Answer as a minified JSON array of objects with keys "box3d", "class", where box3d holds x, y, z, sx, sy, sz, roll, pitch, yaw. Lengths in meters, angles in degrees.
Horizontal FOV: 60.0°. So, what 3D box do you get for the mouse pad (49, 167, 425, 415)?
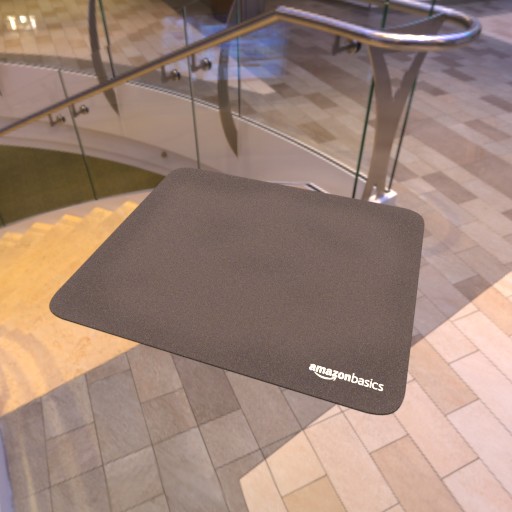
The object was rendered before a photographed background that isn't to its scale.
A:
[{"box3d":[0.000,0.000,0.449,0.315,0.002,0.269,13,43,14],"class":"mouse pad"}]
